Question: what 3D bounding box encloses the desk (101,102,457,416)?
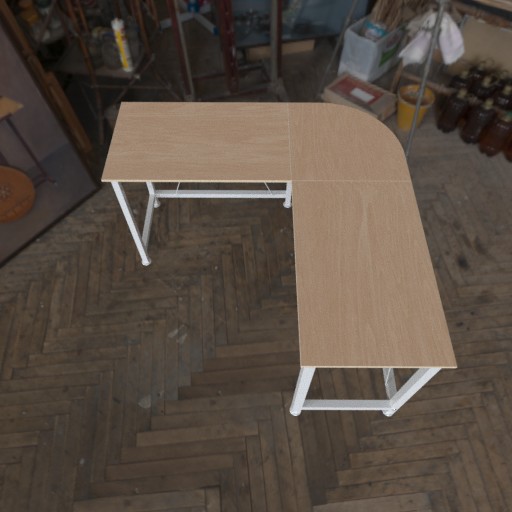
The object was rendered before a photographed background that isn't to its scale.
[{"bbox_3d":[0.000,0.000,2.234,1.400,0.762,1.400,0,57,0],"label":"desk"}]
